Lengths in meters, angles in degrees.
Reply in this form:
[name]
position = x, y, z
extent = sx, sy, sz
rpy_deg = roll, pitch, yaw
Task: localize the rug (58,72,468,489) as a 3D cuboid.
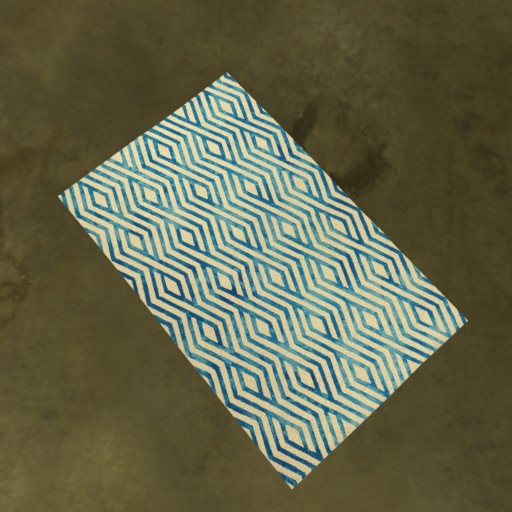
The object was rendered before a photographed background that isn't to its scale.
[rug]
position = 0.000, 0.000, 2.972
extent = 1.531, 0.008, 2.439
rpy_deg = -40, 79, -9
